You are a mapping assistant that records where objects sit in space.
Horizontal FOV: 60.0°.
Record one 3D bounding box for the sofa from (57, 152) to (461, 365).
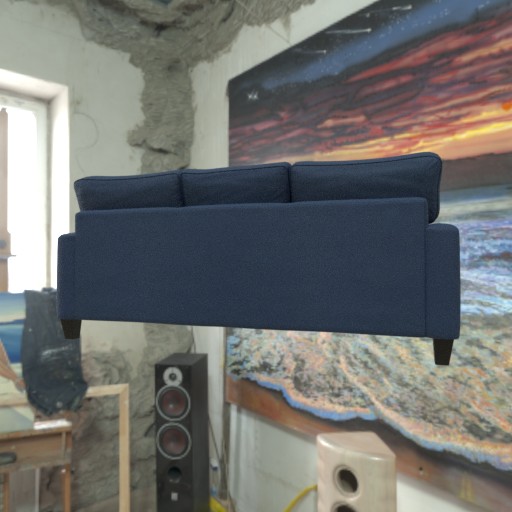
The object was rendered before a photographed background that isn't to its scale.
[{"bbox_3d":[0.000,0.000,2.658,2.158,0.965,0.951,0,0,18],"label":"sofa"}]
